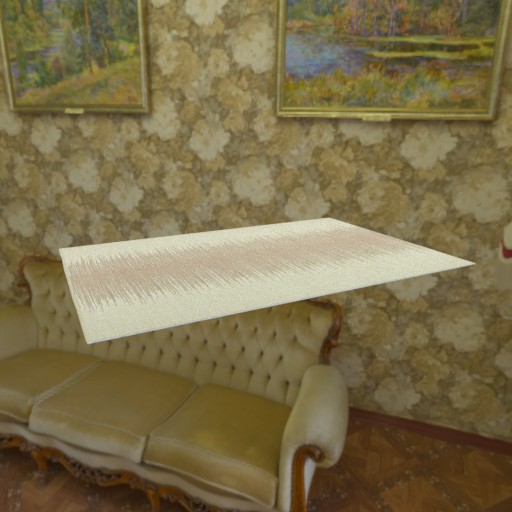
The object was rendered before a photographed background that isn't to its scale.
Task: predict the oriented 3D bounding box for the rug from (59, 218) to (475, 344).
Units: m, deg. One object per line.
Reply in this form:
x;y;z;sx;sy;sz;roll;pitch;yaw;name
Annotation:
0.000;0.000;2.345;1.850;0.006;1.234;-8;19;-26;rug
